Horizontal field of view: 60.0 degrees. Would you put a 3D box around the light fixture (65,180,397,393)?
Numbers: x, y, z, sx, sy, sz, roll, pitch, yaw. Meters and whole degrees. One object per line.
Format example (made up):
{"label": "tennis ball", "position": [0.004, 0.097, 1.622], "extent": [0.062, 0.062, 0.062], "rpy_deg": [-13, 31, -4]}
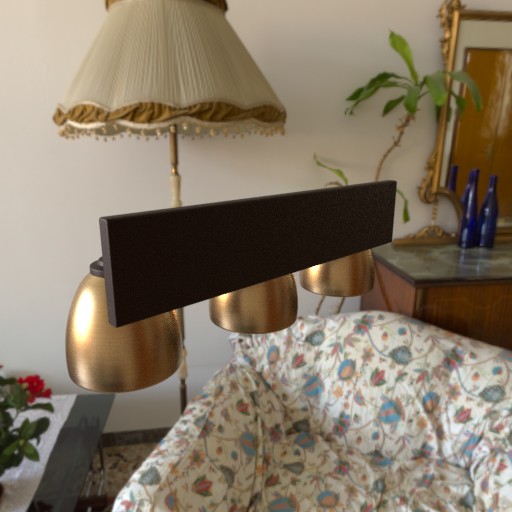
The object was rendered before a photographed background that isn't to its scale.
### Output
{"label": "light fixture", "position": [0.000, 0.000, 0.681], "extent": [0.582, 0.204, 0.157], "rpy_deg": [-14, 21, -42]}
